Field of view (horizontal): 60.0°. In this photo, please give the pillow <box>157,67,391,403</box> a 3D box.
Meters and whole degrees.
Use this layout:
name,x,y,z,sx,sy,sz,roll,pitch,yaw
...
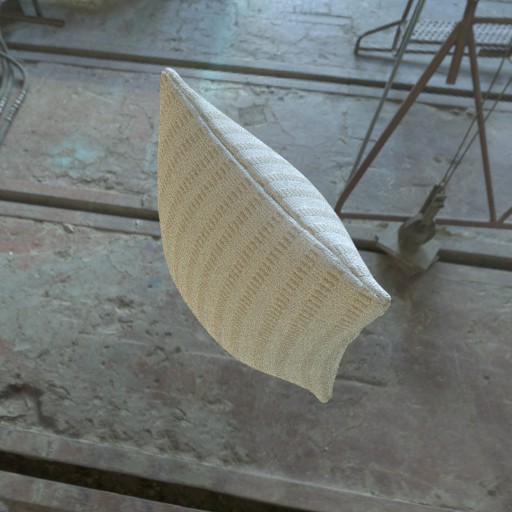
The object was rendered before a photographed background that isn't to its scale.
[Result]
name,x,y,z,sx,sy,sz,roll,pitch,yaw
pillow,0.000,0.000,0.693,0.247,0.419,0.438,-32,65,-17
